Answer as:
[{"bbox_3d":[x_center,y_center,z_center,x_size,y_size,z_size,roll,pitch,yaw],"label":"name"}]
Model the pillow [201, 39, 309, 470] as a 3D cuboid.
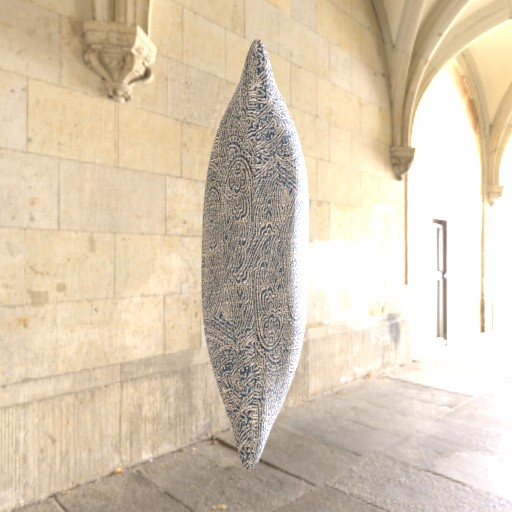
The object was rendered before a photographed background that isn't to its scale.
[{"bbox_3d":[0.000,0.000,0.781,0.166,0.510,0.523,0,0,1],"label":"pillow"}]
